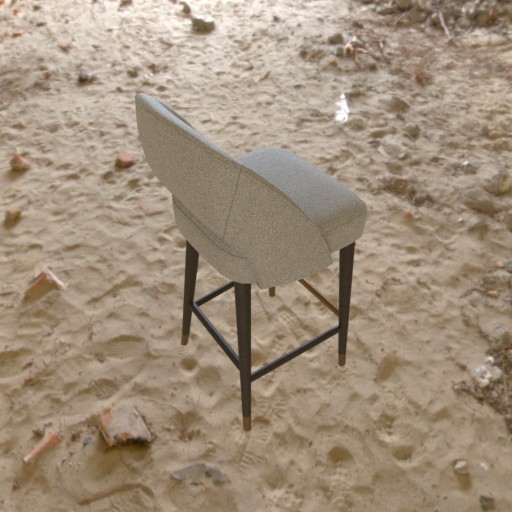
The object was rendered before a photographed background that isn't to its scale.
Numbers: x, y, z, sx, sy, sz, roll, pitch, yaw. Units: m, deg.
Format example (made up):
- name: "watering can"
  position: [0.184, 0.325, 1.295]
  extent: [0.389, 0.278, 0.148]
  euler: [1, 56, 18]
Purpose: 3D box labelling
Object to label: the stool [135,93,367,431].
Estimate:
- name: "stool"
  position: [0.000, 0.000, 1.333]
  extent: [0.509, 1.037, 0.494]
  euler: [-26, 49, -26]
